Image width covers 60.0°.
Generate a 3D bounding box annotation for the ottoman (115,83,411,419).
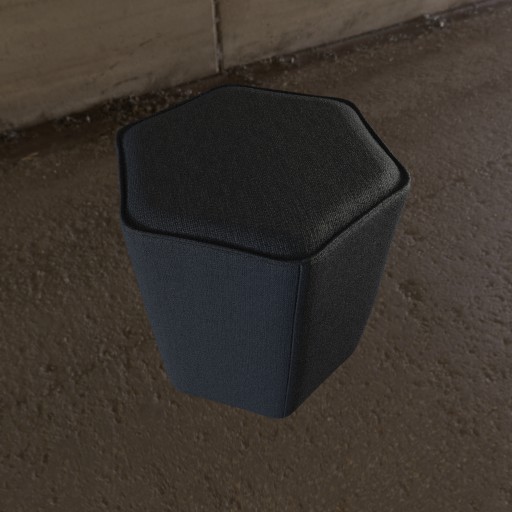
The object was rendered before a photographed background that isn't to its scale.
[{"bbox_3d":[0.000,0.000,0.884,0.492,0.505,0.454,15,49,13],"label":"ottoman"}]
